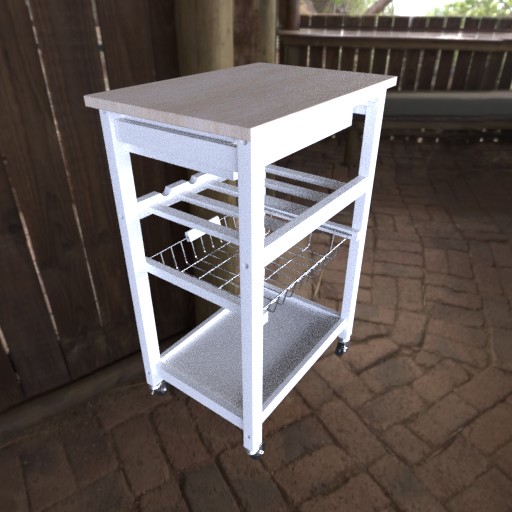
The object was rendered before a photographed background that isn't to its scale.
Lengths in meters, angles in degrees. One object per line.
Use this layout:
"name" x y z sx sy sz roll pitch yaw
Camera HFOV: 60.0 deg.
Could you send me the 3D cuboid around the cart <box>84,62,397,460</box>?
"cart" 0.000 0.000 1.173 0.406 0.857 0.578 21 37 31
